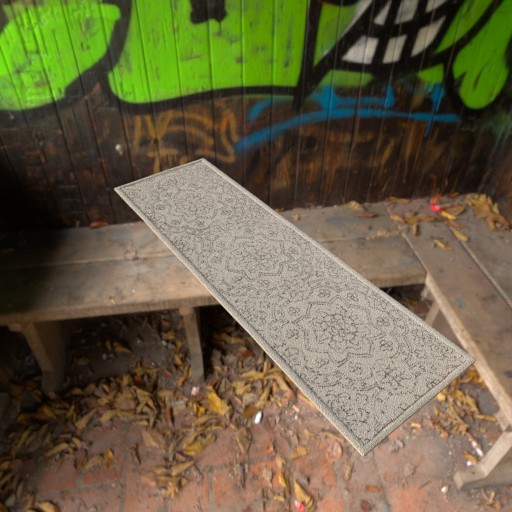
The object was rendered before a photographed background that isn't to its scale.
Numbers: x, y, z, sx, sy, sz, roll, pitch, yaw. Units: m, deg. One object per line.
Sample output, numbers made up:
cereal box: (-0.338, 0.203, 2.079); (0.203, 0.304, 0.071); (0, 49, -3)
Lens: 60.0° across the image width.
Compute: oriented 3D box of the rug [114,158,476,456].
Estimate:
rug: (0.000, 0.000, 2.652); (0.769, 0.012, 2.448); (-26, 47, -27)
